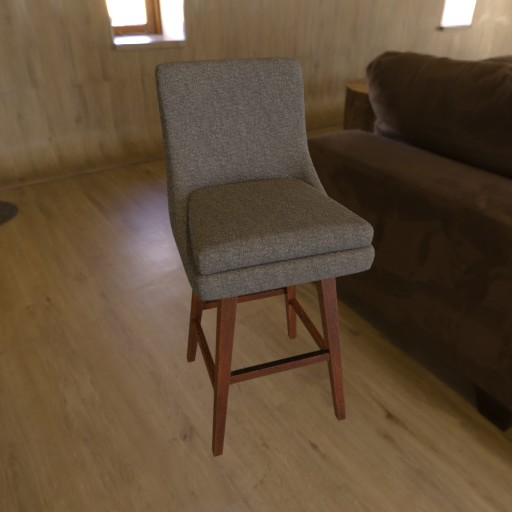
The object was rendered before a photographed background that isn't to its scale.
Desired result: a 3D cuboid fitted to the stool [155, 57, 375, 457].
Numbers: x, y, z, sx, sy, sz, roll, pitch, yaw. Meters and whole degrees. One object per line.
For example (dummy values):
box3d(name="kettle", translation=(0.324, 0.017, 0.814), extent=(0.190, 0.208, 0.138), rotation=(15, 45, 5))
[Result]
box3d(name="stool", translation=(0.000, 0.000, 1.375), extent=(0.489, 1.068, 0.572), rotation=(-10, 32, -16))
